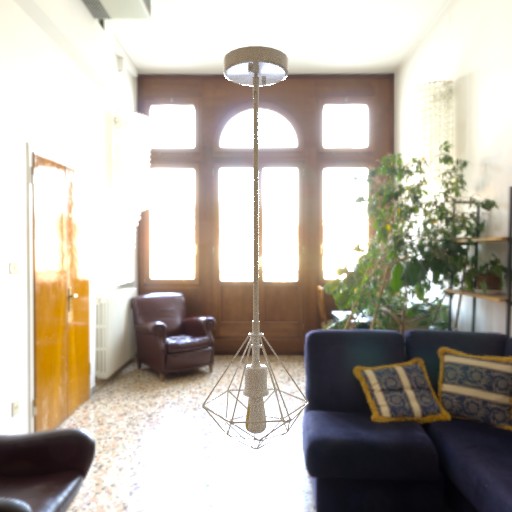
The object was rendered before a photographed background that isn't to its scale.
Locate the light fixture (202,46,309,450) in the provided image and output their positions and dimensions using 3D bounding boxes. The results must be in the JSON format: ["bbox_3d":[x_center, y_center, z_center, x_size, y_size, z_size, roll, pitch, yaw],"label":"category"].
[{"bbox_3d":[0.000,0.000,2.013,0.431,1.764,0.487,0,1,-35],"label":"light fixture"}]
